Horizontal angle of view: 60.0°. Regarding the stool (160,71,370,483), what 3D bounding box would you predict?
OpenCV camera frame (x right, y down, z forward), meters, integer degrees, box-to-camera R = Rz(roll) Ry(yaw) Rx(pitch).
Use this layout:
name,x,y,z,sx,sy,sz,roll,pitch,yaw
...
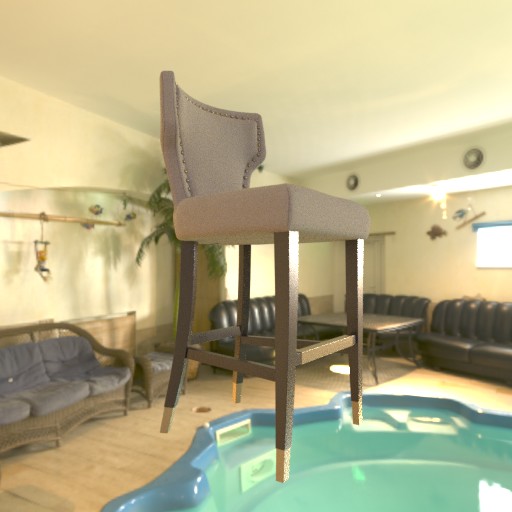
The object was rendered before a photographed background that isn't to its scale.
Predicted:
name,x,y,z,sx,sy,sz,roll,pitch,yaw
stool,0.000,0.000,1.401,0.563,1.092,0.526,-1,-1,35
